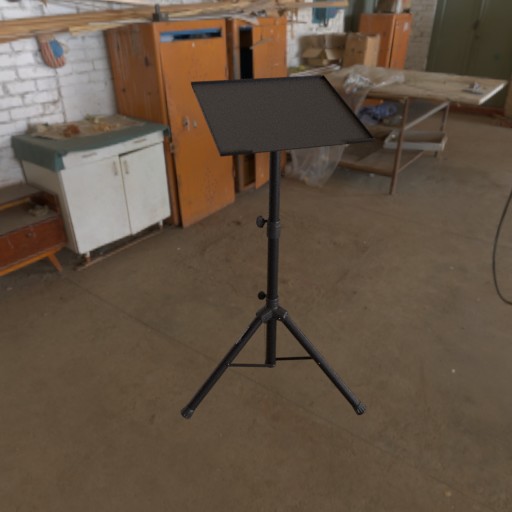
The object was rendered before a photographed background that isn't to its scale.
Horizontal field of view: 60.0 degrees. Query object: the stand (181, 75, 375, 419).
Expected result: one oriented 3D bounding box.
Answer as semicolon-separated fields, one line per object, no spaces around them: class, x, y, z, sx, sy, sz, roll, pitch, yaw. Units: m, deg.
stand;0.000;0.000;1.640;0.702;1.198;0.702;-9;31;-16
